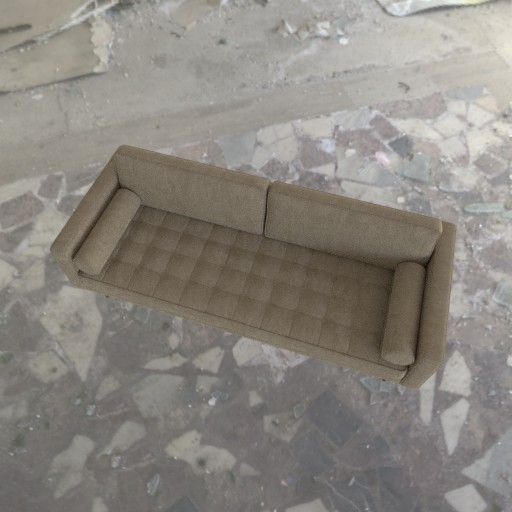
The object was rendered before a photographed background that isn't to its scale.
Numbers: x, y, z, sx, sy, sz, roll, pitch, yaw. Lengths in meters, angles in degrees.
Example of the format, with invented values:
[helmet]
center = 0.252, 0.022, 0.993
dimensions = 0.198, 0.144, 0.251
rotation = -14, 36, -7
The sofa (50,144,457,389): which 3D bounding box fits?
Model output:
[sofa]
center = 0.000, 0.000, 2.691
dimensions = 2.200, 0.770, 0.919
rotation = 15, 58, 10
